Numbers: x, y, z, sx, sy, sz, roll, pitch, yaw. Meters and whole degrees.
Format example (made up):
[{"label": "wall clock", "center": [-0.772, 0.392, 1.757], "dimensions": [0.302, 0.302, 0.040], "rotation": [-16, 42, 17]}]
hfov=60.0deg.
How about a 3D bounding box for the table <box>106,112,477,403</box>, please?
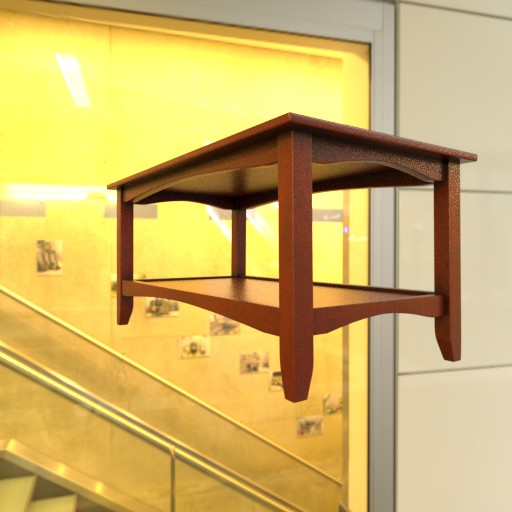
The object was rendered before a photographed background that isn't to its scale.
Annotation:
[{"label": "table", "center": [0.000, 0.000, 1.212], "dimensions": [0.533, 0.456, 0.943], "rotation": [-1, 1, -35]}]
